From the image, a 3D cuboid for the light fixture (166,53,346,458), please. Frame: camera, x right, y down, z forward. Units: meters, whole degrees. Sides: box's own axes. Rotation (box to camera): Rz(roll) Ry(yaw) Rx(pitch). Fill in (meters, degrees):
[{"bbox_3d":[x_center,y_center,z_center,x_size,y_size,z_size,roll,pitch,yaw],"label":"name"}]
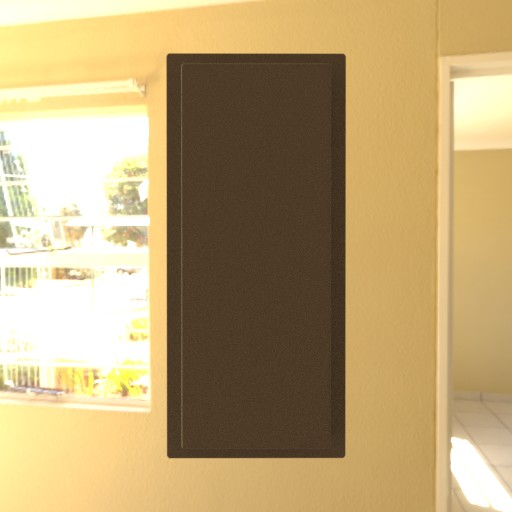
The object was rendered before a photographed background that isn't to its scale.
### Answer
[{"bbox_3d":[0.000,0.000,0.436,0.153,0.347,0.146,0,0,0],"label":"light fixture"}]
